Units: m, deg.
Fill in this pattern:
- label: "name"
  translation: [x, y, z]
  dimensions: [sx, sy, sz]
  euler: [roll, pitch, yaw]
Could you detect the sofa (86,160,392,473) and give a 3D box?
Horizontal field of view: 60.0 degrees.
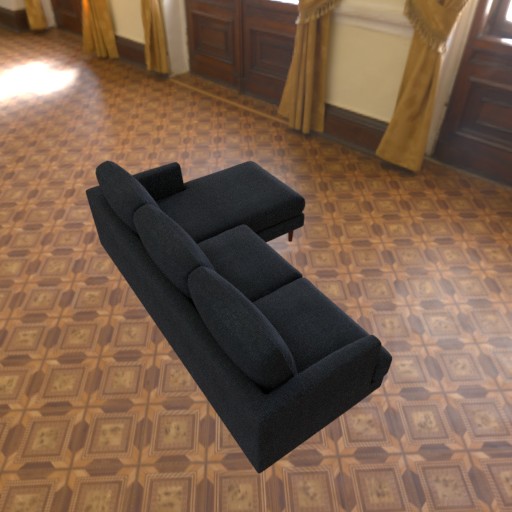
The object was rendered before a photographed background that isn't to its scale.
- label: "sofa"
  translation: [0.000, 0.000, 3.015]
  dimensions: [1.504, 0.956, 2.233]
  euler: [-25, 47, -26]
